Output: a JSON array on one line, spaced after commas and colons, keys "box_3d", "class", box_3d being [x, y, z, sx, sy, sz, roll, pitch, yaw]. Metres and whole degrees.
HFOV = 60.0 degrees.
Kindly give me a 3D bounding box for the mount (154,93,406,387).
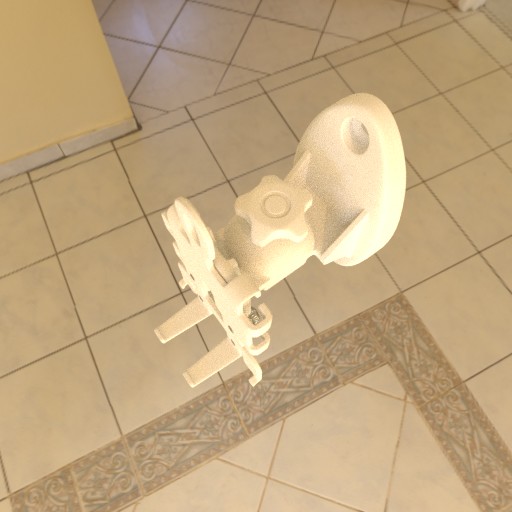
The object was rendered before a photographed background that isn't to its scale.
[{"box_3d": [0.000, 0.000, 0.178, 0.100, 0.118, 0.066, -34, 70, -14], "class": "mount"}]
